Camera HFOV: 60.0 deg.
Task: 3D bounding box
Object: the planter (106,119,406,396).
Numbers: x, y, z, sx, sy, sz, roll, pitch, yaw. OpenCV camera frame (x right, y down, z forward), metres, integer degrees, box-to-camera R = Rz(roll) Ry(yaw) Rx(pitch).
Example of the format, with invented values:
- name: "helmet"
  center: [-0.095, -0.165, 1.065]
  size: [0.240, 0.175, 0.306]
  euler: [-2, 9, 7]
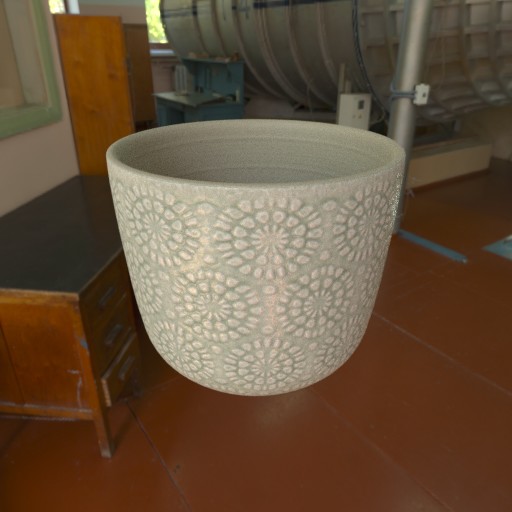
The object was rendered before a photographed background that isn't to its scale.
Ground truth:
- name: "planter"
  center: [0.000, 0.000, 0.215]
  size: [0.124, 0.109, 0.124]
  euler: [0, 26, 0]
